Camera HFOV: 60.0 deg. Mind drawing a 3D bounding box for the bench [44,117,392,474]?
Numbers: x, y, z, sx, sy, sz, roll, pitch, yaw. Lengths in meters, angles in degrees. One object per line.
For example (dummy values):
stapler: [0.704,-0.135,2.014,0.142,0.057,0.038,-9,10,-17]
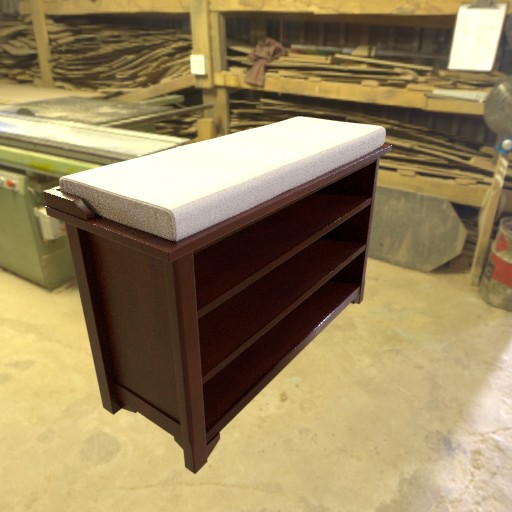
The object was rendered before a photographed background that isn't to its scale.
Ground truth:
bench: [0.000,0.000,1.301,0.369,0.646,0.987,18,32,32]
